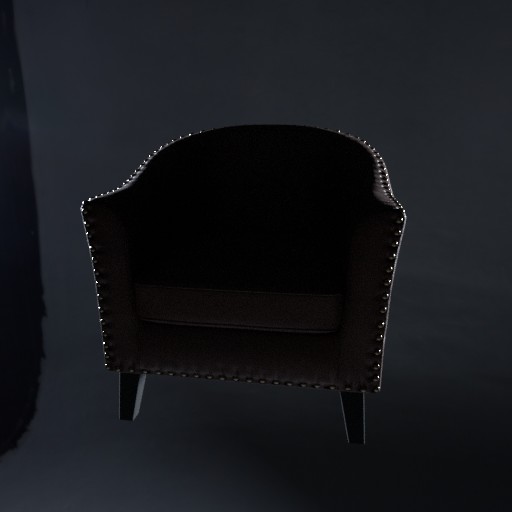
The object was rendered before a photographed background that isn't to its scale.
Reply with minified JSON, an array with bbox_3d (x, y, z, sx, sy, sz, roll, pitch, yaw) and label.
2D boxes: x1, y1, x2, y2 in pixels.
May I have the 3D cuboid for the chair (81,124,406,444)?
[{"bbox_3d":[0.000,0.000,1.428,0.794,0.823,0.748,2,16,8],"label":"chair"}]
